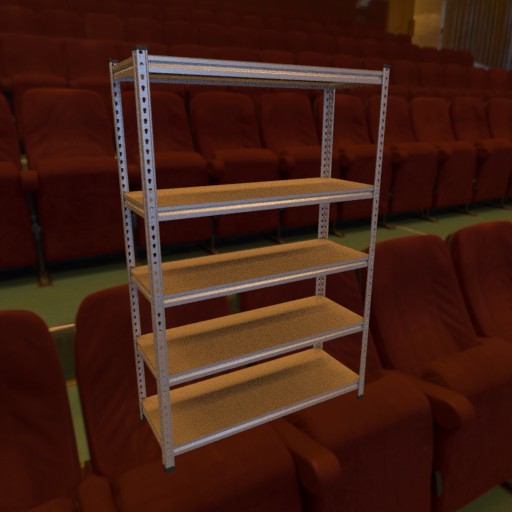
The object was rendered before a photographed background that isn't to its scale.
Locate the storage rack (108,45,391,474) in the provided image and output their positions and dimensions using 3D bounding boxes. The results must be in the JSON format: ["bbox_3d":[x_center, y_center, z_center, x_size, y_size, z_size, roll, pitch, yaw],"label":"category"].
[{"bbox_3d":[0.000,0.000,2.273,1.219,1.829,0.457,-9,19,-28],"label":"storage rack"}]
